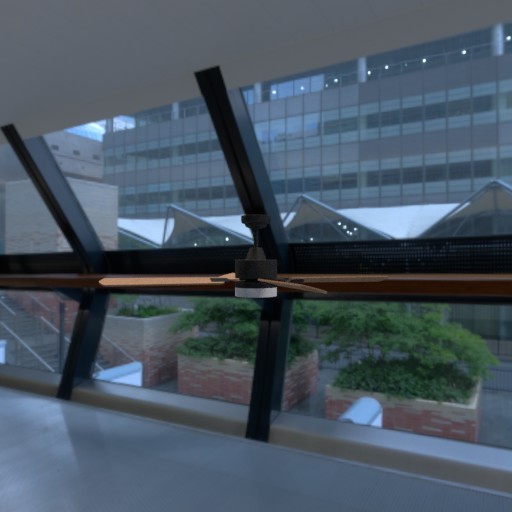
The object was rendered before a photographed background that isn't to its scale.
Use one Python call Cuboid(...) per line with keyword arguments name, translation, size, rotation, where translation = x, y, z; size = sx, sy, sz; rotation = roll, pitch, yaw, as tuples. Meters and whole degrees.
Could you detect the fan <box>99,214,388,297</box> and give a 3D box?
Cuboid(name="fan", translation=(0.000, 0.000, 1.973), size=(1.320, 0.355, 1.320), rotation=(0, -1, -16))
